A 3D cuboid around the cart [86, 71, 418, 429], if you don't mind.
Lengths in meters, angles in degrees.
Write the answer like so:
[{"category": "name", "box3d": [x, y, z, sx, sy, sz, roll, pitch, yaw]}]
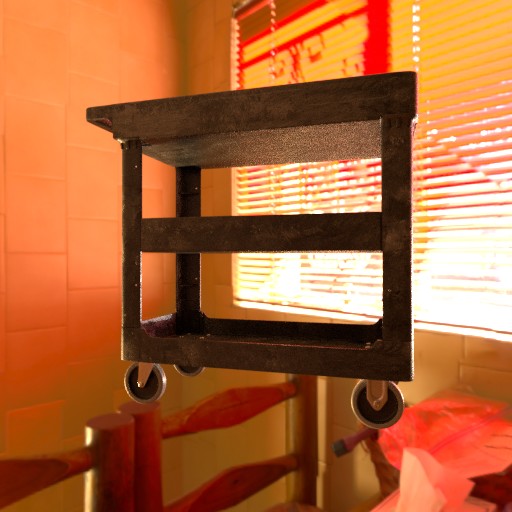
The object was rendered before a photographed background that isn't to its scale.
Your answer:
[{"category": "cart", "box3d": [0.000, 0.000, 1.301, 0.877, 0.824, 0.420, 0, 0, 17]}]
